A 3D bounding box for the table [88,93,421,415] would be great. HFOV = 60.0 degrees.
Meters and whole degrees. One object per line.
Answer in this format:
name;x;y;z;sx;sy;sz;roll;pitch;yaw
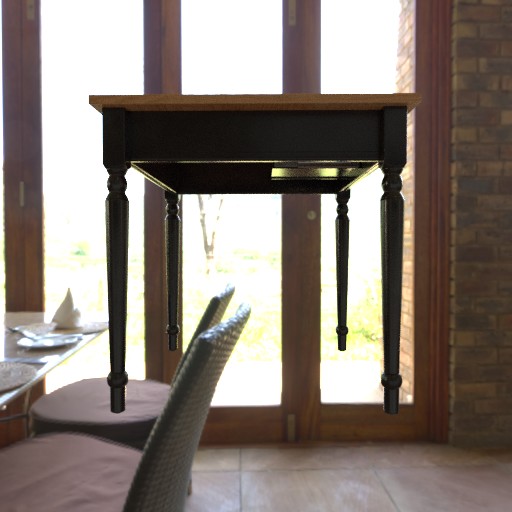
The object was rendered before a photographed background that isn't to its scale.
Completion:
table;0.000;0.000;1.371;0.747;0.738;0.747;0;1;1
